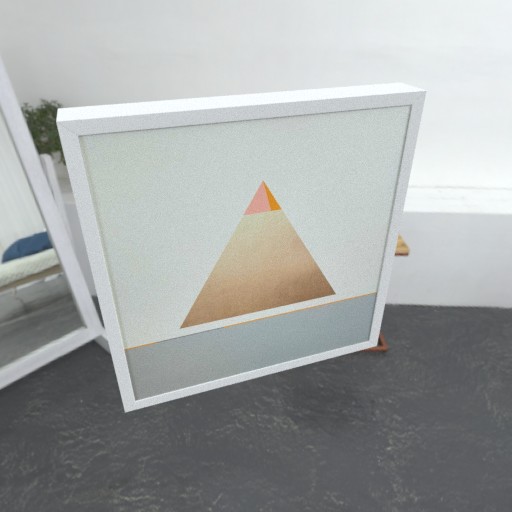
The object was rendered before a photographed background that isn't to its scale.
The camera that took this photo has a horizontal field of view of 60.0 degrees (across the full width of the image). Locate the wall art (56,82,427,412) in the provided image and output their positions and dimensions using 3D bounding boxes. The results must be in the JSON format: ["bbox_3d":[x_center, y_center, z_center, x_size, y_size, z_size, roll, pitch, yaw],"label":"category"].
[{"bbox_3d":[0.000,0.000,0.444,0.305,0.304,0.038,-10,33,-16],"label":"wall art"}]
